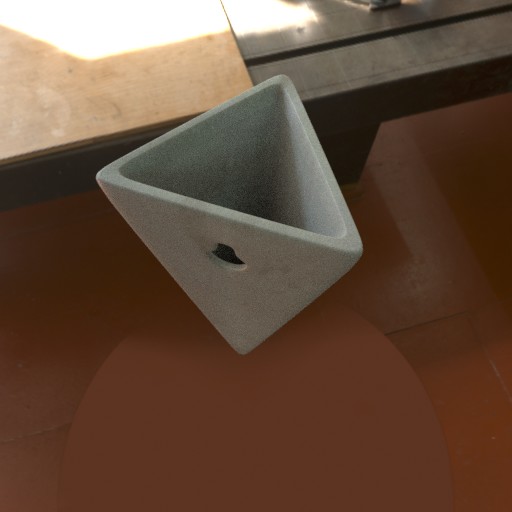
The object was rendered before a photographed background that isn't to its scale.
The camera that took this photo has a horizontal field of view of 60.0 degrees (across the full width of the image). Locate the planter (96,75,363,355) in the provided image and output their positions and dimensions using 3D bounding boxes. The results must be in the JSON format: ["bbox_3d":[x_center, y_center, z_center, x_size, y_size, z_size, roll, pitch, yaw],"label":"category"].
[{"bbox_3d":[0.000,0.000,0.273,0.101,0.224,0.081,17,66,8],"label":"planter"}]
